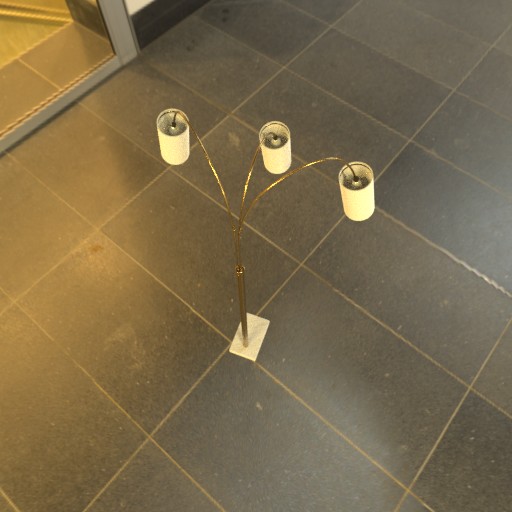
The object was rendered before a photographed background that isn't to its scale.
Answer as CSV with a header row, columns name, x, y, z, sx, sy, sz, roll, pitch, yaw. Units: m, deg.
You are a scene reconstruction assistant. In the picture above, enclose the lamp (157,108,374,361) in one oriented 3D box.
name,x,y,z,sx,sy,sz,roll,pitch,yaw
lamp,0.000,0.000,2.508,1.020,2.055,0.667,18,65,9
